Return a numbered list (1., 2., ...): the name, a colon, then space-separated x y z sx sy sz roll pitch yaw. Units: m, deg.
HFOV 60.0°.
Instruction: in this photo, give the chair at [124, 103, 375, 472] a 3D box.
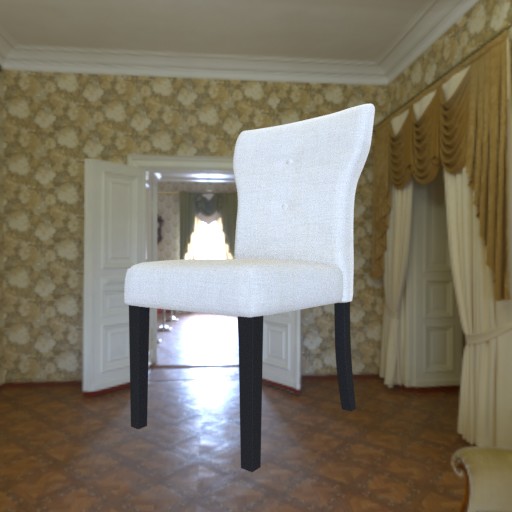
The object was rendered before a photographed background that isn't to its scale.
1. chair: 0.000 0.000 1.277 0.509 0.921 0.597 0 -1 38
